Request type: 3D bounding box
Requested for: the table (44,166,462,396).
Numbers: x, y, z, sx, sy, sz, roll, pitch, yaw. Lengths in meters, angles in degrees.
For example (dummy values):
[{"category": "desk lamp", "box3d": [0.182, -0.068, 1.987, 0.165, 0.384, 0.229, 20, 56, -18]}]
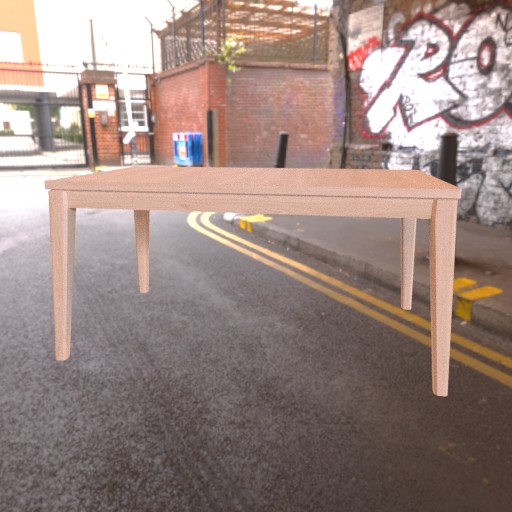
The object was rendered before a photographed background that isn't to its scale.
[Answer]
[{"category": "table", "box3d": [0.000, 0.000, 2.099, 1.600, 0.760, 0.900, 3, 16, 10]}]
